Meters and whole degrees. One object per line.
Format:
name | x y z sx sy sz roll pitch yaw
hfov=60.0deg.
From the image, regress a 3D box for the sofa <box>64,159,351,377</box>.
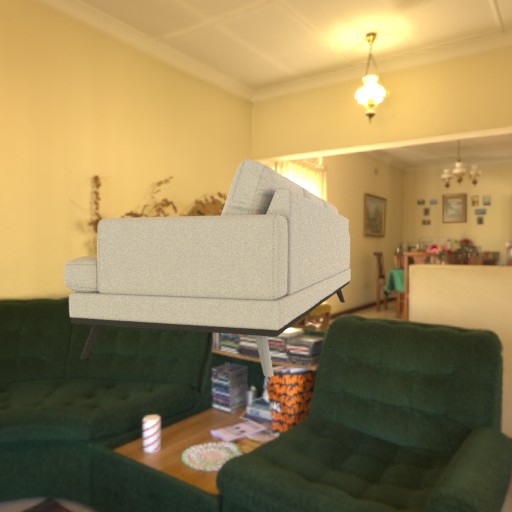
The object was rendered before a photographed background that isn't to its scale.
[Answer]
sofa | 0.000 0.000 2.748 0.920 0.810 2.310 0 1 18
